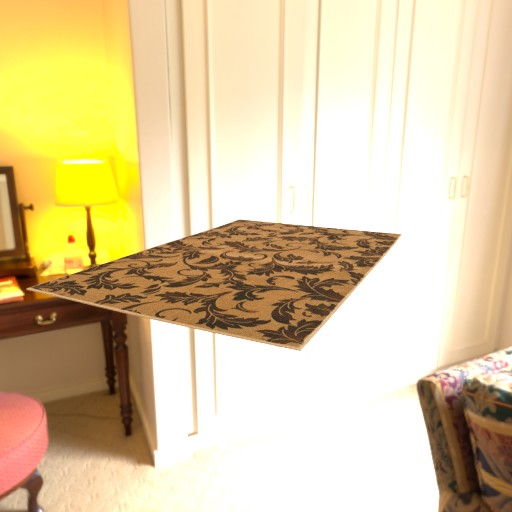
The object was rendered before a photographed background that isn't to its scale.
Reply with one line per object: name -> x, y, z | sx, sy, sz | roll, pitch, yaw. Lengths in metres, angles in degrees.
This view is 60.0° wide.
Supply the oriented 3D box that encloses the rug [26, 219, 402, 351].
rug -> 0.000, 0.000, 2.927 | 1.522, 0.008, 2.284 | 7, 17, 26
